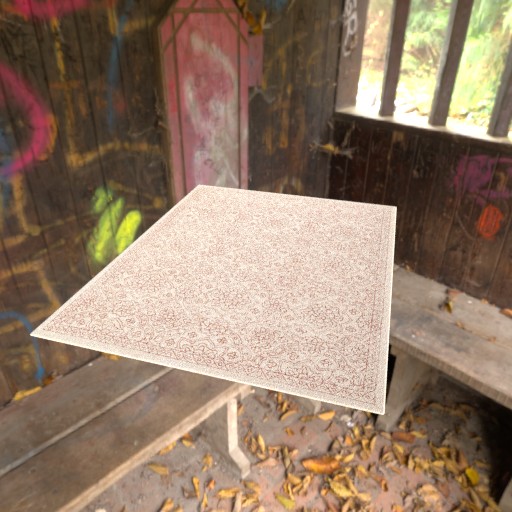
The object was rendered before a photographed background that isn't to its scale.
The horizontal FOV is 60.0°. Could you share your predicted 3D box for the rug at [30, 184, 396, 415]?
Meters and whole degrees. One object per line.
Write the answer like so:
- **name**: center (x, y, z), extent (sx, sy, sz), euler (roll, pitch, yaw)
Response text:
- **rug**: center (0.000, 0.000, 4.101), extent (2.441, 0.015, 3.050), euler (9, 31, 14)
